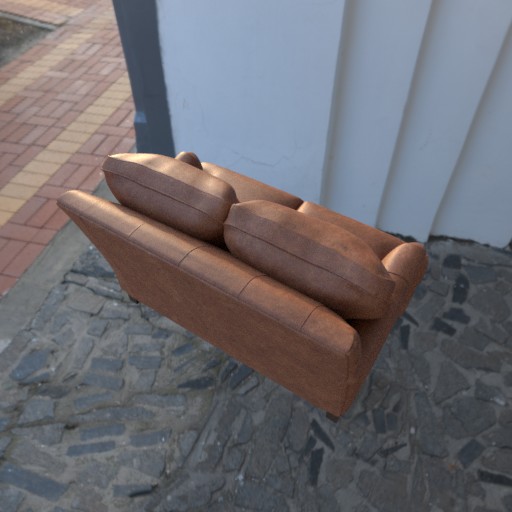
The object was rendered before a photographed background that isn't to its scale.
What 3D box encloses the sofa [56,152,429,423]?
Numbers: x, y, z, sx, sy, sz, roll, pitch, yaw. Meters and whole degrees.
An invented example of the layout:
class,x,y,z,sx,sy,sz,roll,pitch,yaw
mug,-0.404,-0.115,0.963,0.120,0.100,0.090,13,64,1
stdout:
class,x,y,z,sx,sy,sz,roll,pitch,yaw
sofa,0.000,0.000,2.277,1.527,1.004,1.077,26,52,22
